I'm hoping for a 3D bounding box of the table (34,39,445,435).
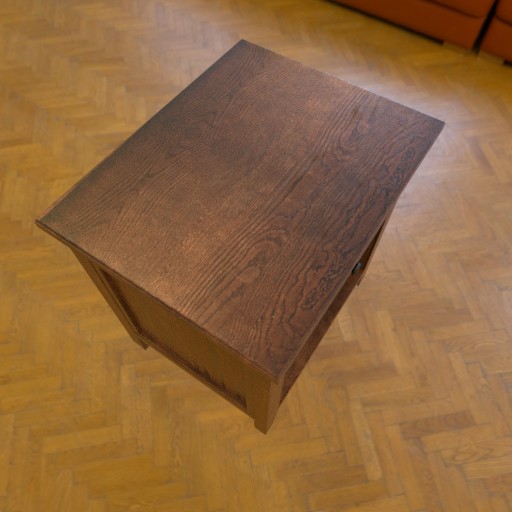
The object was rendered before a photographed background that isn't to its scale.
[{"bbox_3d":[0.000,0.000,1.018,0.461,0.597,0.586,30,63,17],"label":"table"}]
